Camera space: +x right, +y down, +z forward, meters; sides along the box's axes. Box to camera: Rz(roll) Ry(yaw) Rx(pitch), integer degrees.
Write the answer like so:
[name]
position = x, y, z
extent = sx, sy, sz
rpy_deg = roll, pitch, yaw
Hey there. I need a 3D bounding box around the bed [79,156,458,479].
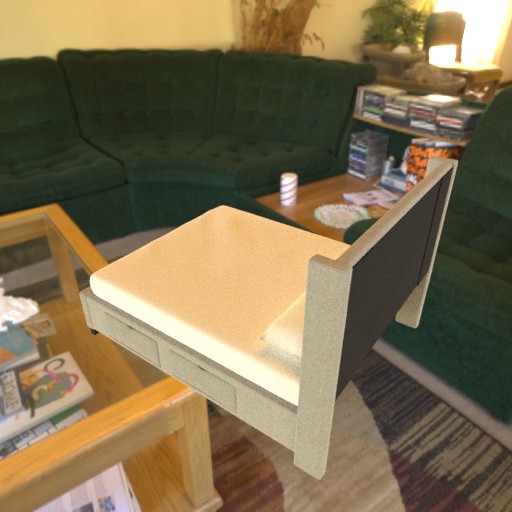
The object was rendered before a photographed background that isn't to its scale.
[bed]
position = 0.000, 0.000, 3.418
extent = 2.222, 1.491, 1.774
rpy_deg = 21, 37, 30
